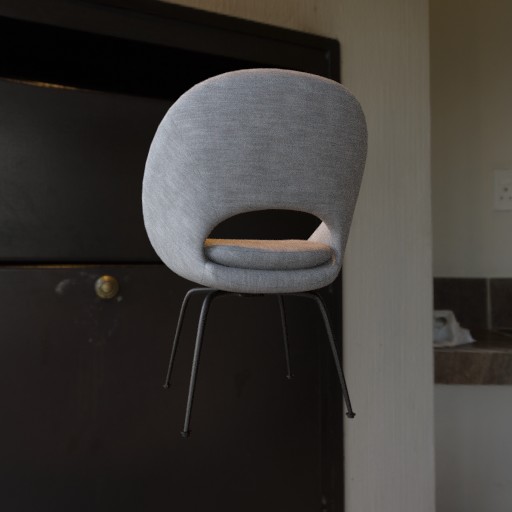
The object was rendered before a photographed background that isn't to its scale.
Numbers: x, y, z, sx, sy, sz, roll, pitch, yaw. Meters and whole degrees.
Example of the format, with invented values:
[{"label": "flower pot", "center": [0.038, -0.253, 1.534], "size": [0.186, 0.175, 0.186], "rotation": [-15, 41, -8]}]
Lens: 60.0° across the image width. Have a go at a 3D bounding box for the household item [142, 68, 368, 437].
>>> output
[{"label": "household item", "center": [0.000, 0.000, 1.298], "size": [0.643, 0.869, 0.587], "rotation": [0, -2, -17]}]
